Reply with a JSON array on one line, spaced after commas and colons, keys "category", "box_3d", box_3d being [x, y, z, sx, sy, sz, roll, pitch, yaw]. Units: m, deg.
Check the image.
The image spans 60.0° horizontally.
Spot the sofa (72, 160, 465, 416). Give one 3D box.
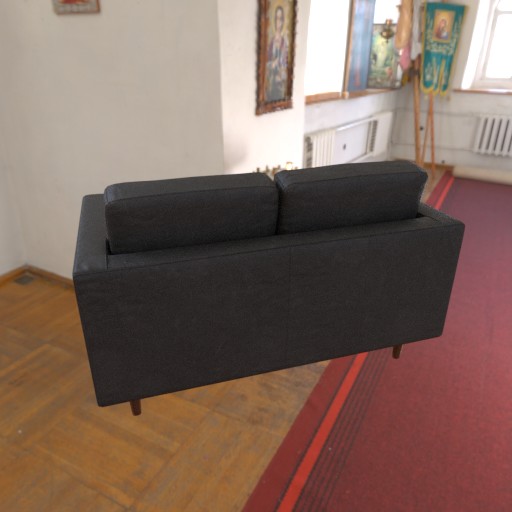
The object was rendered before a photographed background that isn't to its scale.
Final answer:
[{"category": "sofa", "box_3d": [0.000, 0.000, 1.994, 1.430, 0.899, 0.879, -8, 26, -16]}]
